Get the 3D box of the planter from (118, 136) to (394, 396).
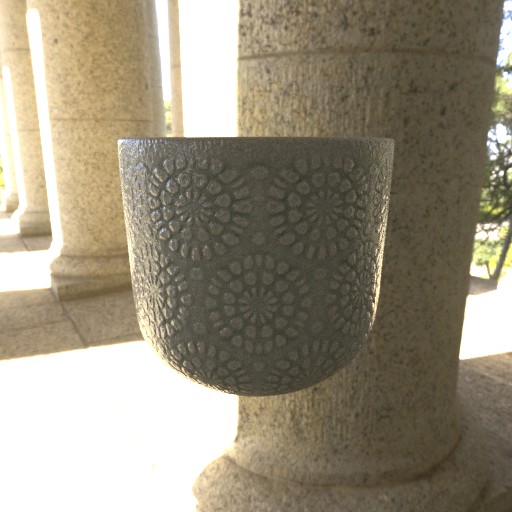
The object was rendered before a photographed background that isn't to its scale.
[{"bbox_3d":[0.000,0.000,0.301,0.169,0.153,0.169,0,14,0],"label":"planter"}]
